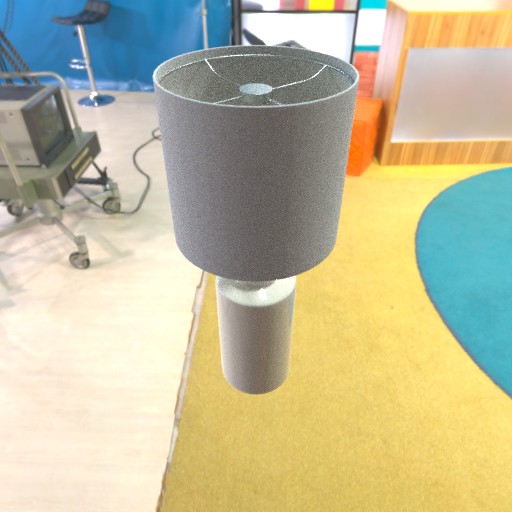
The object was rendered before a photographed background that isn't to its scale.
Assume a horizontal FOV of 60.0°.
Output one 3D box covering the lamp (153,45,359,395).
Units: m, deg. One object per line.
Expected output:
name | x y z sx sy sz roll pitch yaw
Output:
lamp | 0.000 0.000 0.614 0.212 0.493 0.212 -25 45 -28
